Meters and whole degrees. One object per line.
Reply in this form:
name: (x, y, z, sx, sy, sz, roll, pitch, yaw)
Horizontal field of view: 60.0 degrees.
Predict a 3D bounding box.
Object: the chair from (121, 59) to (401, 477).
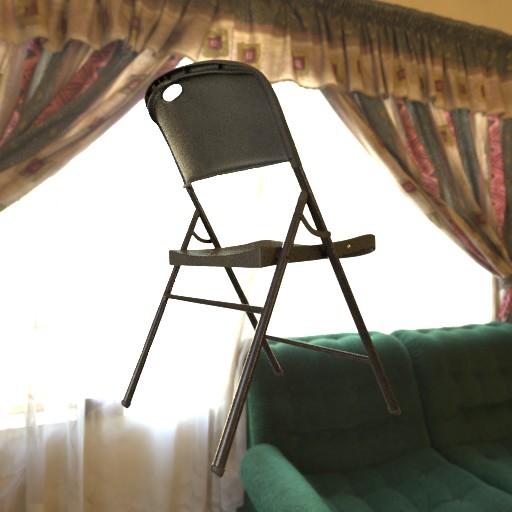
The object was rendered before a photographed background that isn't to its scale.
chair: (0.000, 0.000, 1.160, 0.566, 0.810, 0.494, 0, 0, -37)
